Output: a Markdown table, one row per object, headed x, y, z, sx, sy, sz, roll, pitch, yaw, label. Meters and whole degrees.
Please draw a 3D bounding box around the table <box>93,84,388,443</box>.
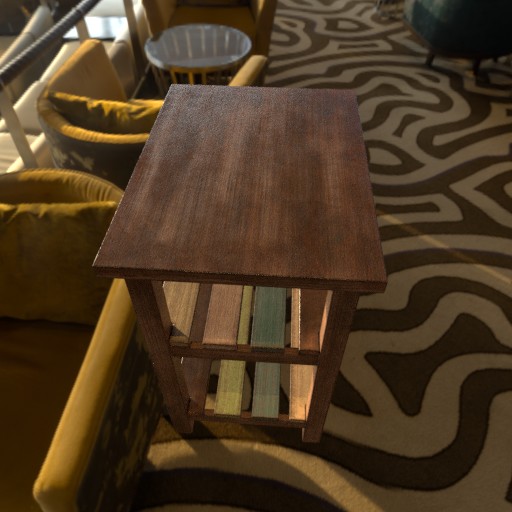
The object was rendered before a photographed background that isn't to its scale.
| x | y | z | sx | sy | sz | roll | pitch | yaw | label |
| --- | --- | --- | --- | --- | --- | --- | --- | --- | --- |
| 0.000 | 0.000 | 0.950 | 0.356 | 0.584 | 0.609 | 3 | 47 | 3 | table |
